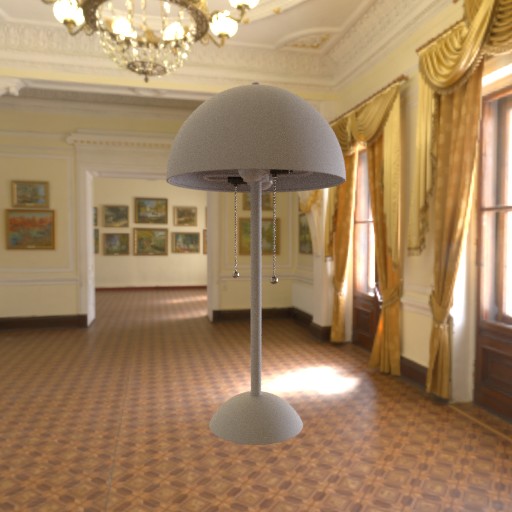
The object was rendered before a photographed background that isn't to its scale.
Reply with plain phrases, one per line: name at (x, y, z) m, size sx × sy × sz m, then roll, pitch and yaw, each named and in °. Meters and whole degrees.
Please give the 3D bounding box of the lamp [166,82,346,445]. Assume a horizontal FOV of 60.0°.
lamp at (0.000, 0.000, 0.431) m, size 0.171 × 0.330 × 0.171 m, roll 0°, pitch 2°, yaw 0°
